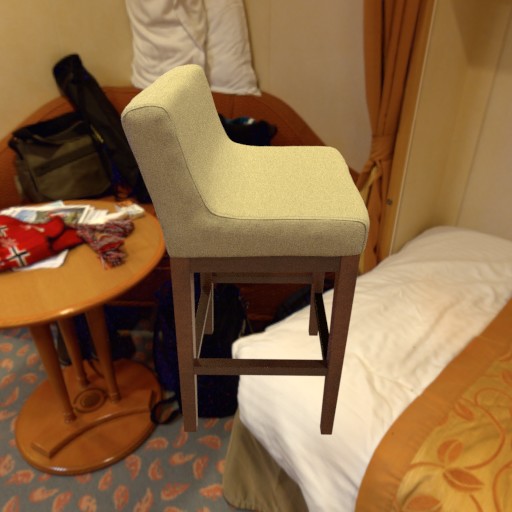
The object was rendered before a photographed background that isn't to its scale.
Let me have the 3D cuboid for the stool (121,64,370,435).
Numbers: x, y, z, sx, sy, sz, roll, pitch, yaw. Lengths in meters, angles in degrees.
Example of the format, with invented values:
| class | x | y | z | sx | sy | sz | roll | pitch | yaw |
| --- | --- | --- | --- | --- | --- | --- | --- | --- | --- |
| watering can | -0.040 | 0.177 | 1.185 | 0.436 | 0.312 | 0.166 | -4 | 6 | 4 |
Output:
| class | x | y | z | sx | sy | sz | roll | pitch | yaw |
| --- | --- | --- | --- | --- | --- | --- | --- | --- | --- |
| stool | 0.000 | 0.000 | 1.241 | 0.500 | 0.937 | 0.511 | 1 | 31 | 1 |
